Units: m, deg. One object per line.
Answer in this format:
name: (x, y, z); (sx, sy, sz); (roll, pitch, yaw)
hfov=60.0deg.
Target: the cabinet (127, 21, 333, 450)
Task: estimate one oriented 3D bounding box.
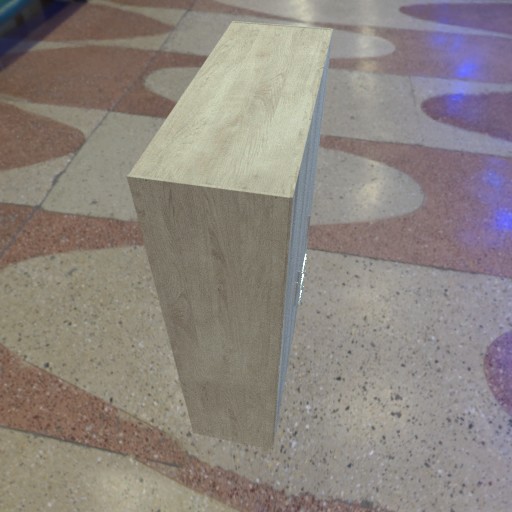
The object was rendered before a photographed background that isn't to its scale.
cabinet: (0.000, 0.000, 2.399); (0.510, 1.910, 1.290); (9, 47, 8)
